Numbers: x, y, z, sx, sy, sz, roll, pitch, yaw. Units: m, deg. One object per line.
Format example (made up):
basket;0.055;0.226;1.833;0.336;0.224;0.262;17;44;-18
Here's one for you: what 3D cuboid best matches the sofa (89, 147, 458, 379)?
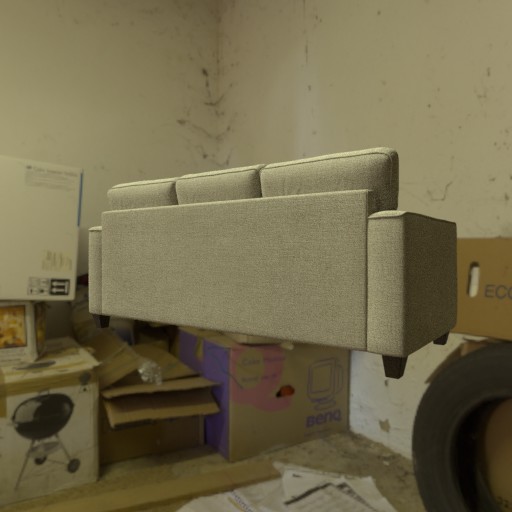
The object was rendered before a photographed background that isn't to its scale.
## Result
sofa;0.000;0.000;2.705;2.133;0.965;0.939;0;1;36
